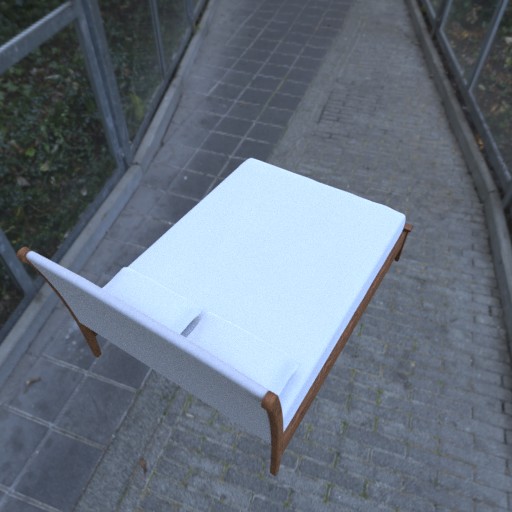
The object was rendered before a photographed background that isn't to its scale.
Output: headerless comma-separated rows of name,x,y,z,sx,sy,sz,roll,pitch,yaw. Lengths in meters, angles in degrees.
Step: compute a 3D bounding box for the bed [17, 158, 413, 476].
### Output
bed,0.000,0.000,2.911,1.502,1.135,2.108,25,52,21
